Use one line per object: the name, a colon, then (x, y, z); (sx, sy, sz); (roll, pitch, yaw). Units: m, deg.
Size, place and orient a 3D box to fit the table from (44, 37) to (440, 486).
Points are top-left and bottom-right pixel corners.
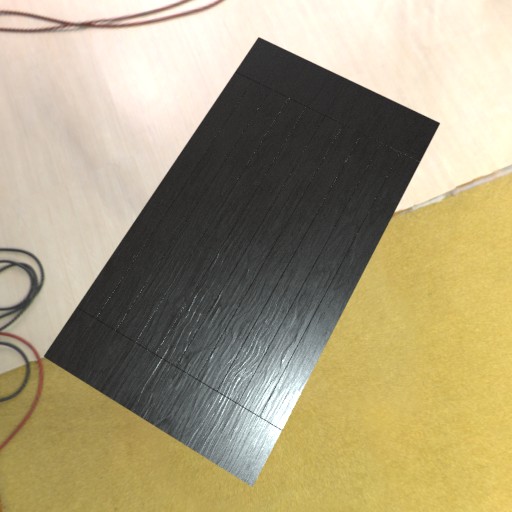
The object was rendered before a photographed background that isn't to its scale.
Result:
table: (0.000, 0.000, 1.395); (0.600, 0.494, 1.062); (29, 77, 7)
